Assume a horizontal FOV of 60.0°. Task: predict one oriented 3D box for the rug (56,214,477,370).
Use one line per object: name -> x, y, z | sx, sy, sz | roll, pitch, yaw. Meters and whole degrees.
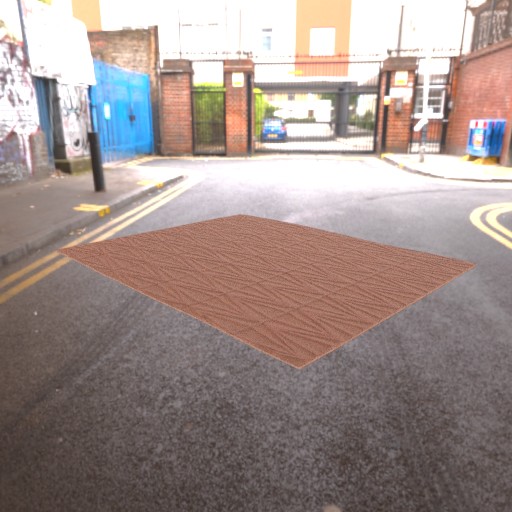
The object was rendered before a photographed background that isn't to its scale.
rug -> 0.000, 0.000, 4.076 | 2.453, 0.043, 3.052 | -16, 23, -43
